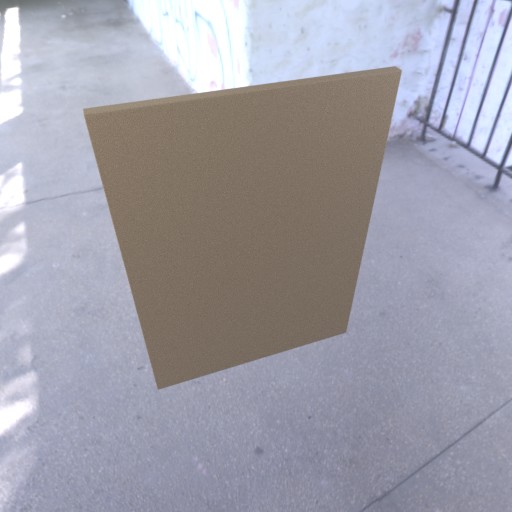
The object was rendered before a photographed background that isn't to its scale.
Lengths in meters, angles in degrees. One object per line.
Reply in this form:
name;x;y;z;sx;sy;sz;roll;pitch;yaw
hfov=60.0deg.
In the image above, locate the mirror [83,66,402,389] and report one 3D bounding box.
mirror;0.000;0.000;1.347;0.756;1.023;0.032;-14;43;-15
